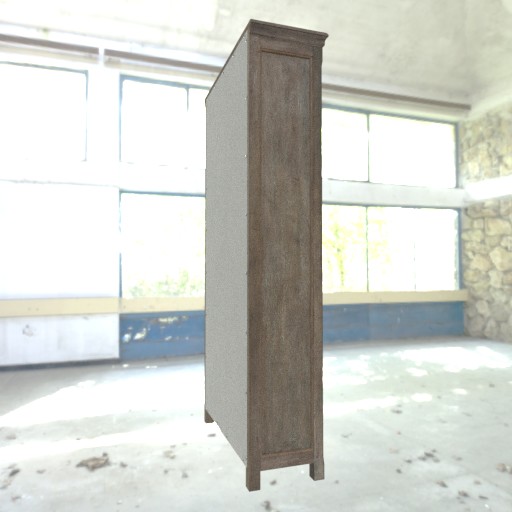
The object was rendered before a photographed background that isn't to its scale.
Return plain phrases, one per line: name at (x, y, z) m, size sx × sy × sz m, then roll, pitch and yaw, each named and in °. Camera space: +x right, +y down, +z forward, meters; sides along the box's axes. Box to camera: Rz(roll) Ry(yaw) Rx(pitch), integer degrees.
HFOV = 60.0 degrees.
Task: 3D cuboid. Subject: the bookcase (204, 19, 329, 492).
bookcase at (0.000, 0.000, 2.225) m, size 0.348 × 1.880 × 0.906 m, roll 1°, pitch -2°, yaw -19°
